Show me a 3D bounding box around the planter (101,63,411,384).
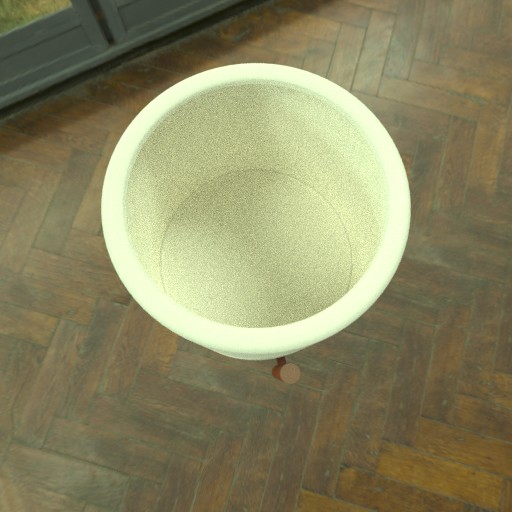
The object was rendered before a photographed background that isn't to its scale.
[{"bbox_3d":[0.000,0.000,0.491,0.224,0.358,0.224,30,78,7],"label":"planter"}]
